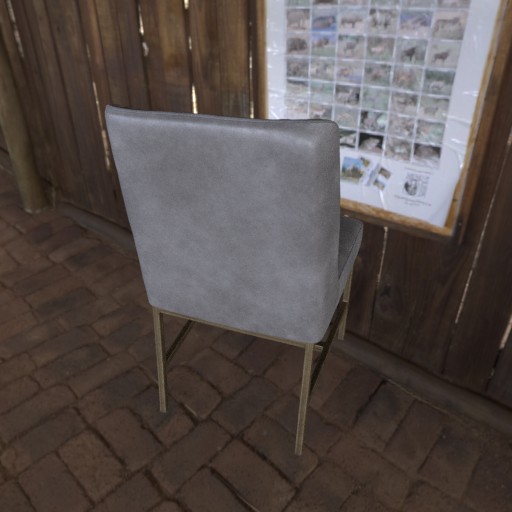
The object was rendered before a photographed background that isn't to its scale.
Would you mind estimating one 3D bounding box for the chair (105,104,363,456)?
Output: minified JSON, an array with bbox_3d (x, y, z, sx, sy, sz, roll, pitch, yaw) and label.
[{"bbox_3d":[0.000,0.000,1.210,0.508,0.889,0.587,11,33,17],"label":"chair"}]
